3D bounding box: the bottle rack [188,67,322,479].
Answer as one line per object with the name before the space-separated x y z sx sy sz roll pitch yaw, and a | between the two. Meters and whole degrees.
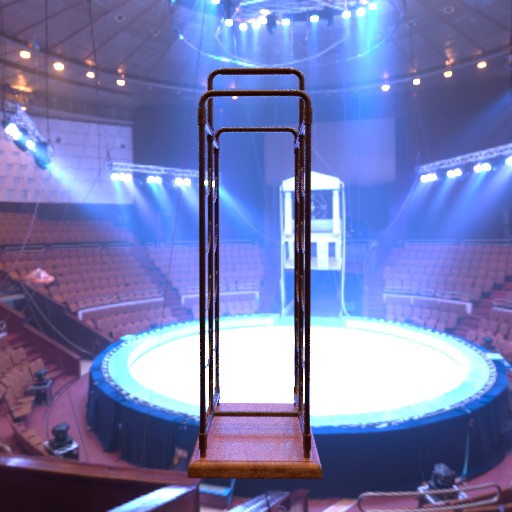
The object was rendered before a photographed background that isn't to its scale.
bottle rack | 0.000 0.000 0.811 0.208 0.680 0.276 0 2 1
